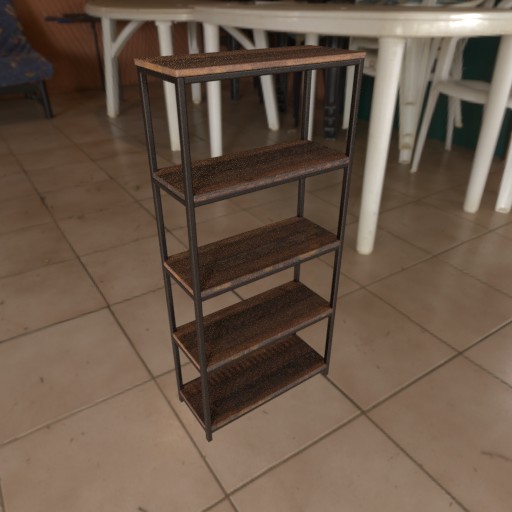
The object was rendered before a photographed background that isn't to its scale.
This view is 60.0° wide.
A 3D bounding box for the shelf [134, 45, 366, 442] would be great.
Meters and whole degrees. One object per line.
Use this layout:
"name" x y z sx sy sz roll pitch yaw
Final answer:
"shelf" 0.000 0.000 2.239 0.874 1.860 0.359 -19 36 -29
